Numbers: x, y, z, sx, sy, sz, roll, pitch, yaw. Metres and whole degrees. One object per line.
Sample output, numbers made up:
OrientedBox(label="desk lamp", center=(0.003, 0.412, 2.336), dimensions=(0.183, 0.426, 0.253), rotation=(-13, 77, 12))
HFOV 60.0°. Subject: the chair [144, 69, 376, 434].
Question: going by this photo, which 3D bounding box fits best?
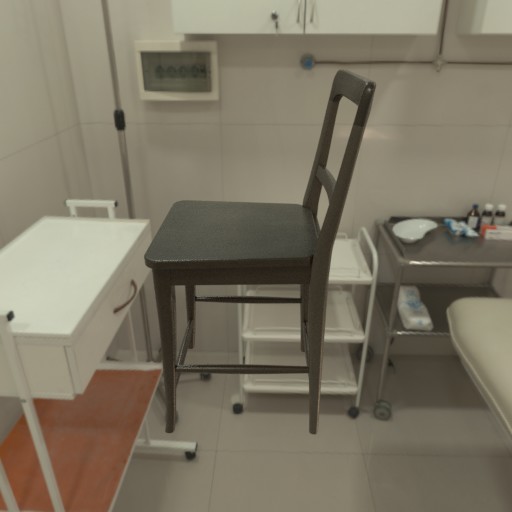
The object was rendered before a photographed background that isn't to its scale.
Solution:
OrientedBox(label="chair", center=(0.000, 0.000, 1.301), dimensions=(0.546, 0.991, 0.450), rotation=(1, 26, 1))
